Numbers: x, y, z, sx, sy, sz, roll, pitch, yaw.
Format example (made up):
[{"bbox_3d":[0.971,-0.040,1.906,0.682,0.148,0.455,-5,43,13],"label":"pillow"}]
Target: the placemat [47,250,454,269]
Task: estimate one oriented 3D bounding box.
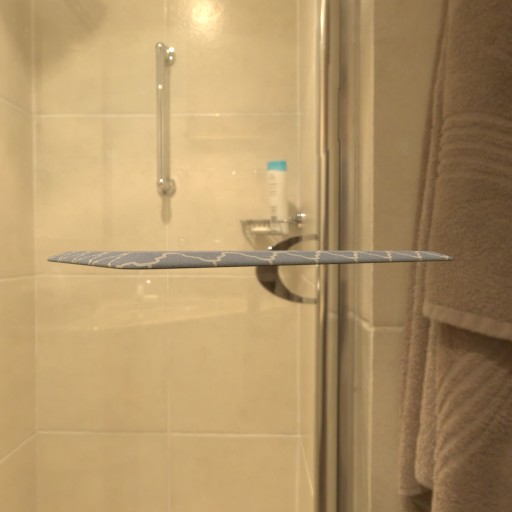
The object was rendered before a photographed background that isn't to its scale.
[{"bbox_3d":[0.000,0.000,0.971,0.762,0.021,0.508,-1,1,-36],"label":"placemat"}]
